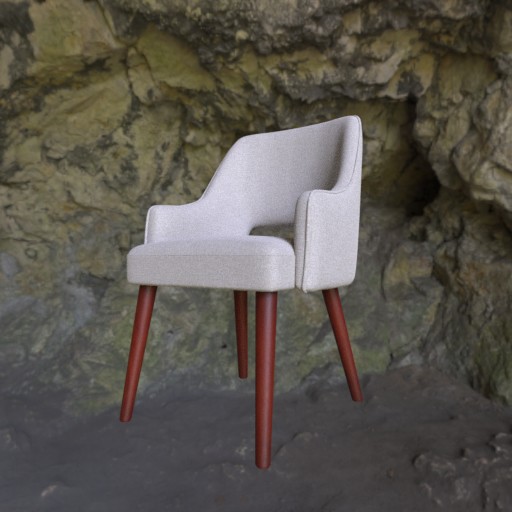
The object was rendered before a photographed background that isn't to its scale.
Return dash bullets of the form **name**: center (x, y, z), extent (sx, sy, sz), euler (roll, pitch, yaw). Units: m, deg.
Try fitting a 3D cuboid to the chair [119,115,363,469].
- **chair**: center (0.000, 0.000, 1.233), extent (0.560, 0.840, 0.580), euler (0, 0, 35)
